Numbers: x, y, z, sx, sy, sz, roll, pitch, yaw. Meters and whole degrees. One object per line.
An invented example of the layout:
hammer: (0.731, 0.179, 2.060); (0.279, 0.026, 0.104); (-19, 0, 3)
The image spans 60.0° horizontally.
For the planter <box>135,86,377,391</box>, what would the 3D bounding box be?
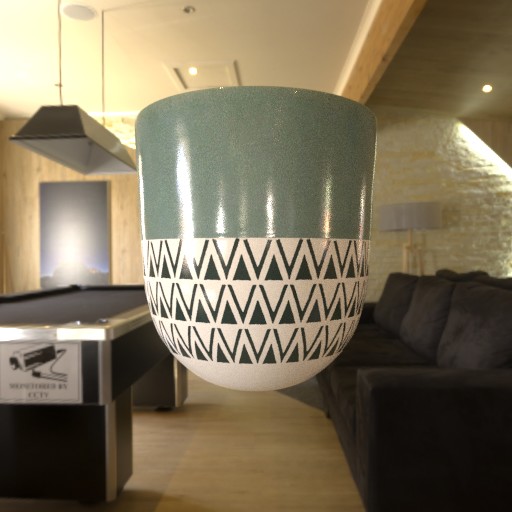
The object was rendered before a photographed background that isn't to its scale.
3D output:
planter: (0.000, 0.000, 0.376); (0.198, 0.214, 0.198); (0, 0, 0)
